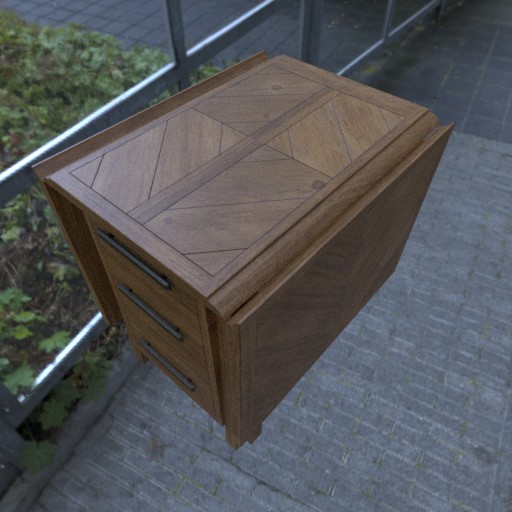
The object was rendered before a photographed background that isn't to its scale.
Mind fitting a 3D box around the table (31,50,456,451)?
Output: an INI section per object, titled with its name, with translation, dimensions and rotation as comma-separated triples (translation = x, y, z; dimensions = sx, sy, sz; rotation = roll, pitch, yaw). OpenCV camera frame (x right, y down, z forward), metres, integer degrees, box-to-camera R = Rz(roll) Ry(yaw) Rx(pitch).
[table]
translation = 0.000, 0.000, 1.258
dimensions = 0.591, 0.763, 0.746
rotation = 33, 56, 26
